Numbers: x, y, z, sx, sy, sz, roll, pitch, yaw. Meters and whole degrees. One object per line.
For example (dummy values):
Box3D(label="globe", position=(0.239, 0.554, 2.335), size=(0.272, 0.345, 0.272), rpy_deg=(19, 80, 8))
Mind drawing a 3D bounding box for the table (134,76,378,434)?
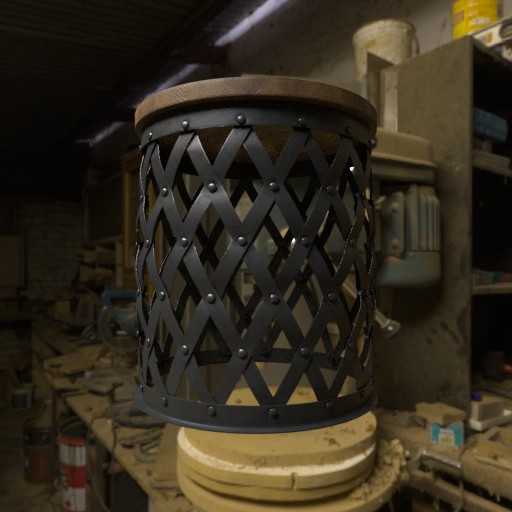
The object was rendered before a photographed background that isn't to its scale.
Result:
Box3D(label="table", position=(0.000, 0.000, 0.765), size=(0.405, 0.454, 0.405), rpy_deg=(0, -1, 0))
